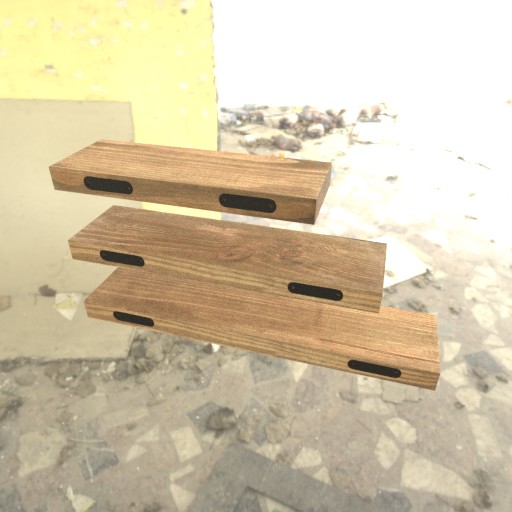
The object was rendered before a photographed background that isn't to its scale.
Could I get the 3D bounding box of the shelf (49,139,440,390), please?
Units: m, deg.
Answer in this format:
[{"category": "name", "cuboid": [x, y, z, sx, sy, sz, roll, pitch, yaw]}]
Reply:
[{"category": "shelf", "cuboid": [0.000, 0.000, 0.727, 0.610, 0.293, 0.140, 9, 33, 14]}]
